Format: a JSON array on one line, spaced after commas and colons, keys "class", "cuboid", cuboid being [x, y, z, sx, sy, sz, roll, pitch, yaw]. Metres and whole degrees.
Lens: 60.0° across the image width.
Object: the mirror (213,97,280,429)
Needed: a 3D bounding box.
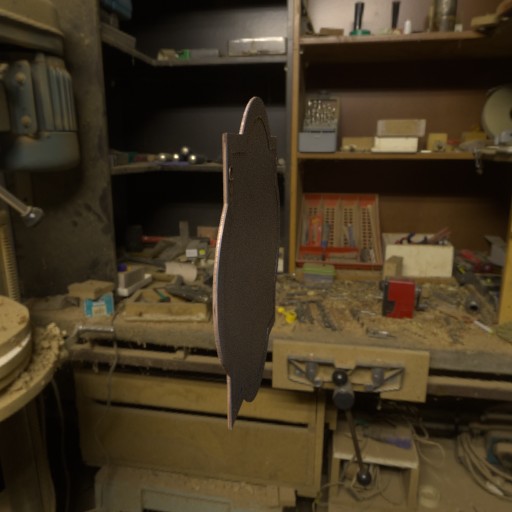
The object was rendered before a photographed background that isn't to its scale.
[{"class": "mirror", "cuboid": [0.000, 0.000, 1.040, 0.019, 0.686, 0.686, 3, 15, 11]}]
